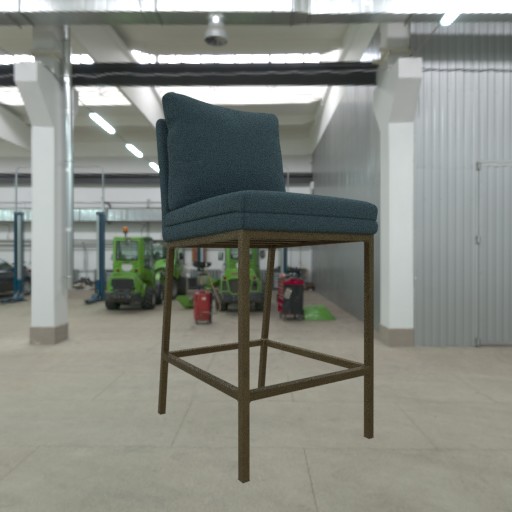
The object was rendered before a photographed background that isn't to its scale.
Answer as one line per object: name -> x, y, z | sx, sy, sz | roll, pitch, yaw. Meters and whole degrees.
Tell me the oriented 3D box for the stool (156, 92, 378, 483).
stool -> 0.000, 0.000, 1.354 | 0.463, 1.032, 0.568 | 0, 0, -35
